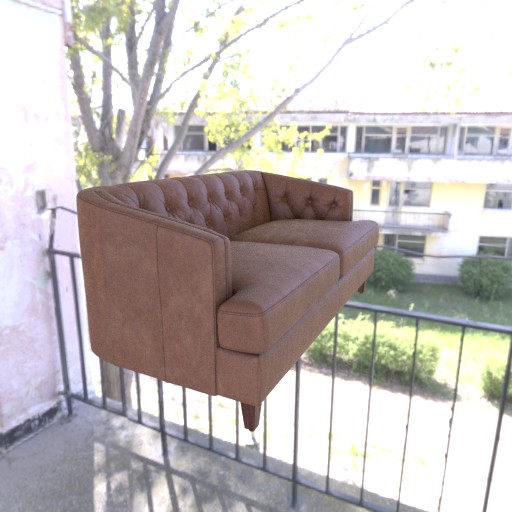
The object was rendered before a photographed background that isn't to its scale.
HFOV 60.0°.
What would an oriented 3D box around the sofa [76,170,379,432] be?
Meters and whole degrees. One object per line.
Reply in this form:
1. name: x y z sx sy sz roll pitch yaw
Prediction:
1. sofa: 0.000 0.000 2.283 0.914 0.786 1.755 7 16 25
